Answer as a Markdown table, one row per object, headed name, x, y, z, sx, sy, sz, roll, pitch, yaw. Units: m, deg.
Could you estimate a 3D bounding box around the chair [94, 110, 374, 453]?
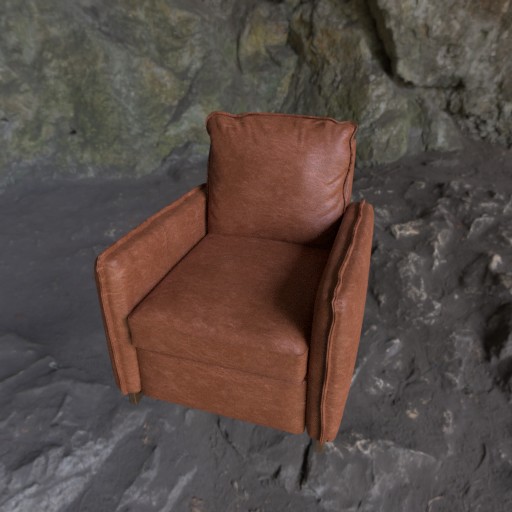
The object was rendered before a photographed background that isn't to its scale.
| name | x | y | z | sx | sy | sz | roll | pitch | yaw |
| --- | --- | --- | --- | --- | --- | --- | --- | --- | --- |
| chair | 0.000 | 0.000 | 1.655 | 0.830 | 0.922 | 0.922 | 8 | 29 | 15 |
